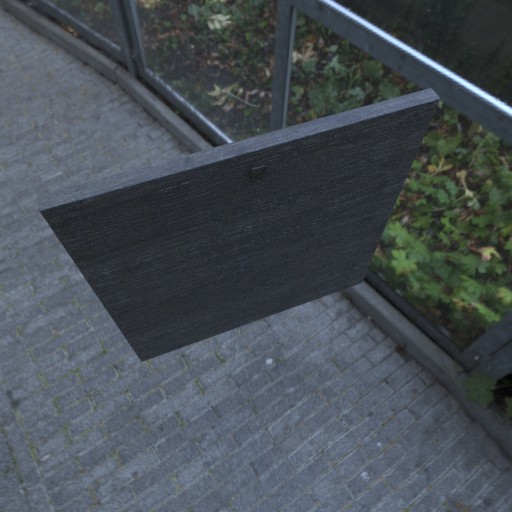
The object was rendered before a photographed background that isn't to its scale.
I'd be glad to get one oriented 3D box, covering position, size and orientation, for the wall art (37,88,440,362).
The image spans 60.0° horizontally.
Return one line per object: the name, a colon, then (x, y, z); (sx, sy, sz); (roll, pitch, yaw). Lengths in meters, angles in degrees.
wall art: (0.000, 0.000, 0.678); (0.462, 0.459, 0.027); (-18, 60, -11)
